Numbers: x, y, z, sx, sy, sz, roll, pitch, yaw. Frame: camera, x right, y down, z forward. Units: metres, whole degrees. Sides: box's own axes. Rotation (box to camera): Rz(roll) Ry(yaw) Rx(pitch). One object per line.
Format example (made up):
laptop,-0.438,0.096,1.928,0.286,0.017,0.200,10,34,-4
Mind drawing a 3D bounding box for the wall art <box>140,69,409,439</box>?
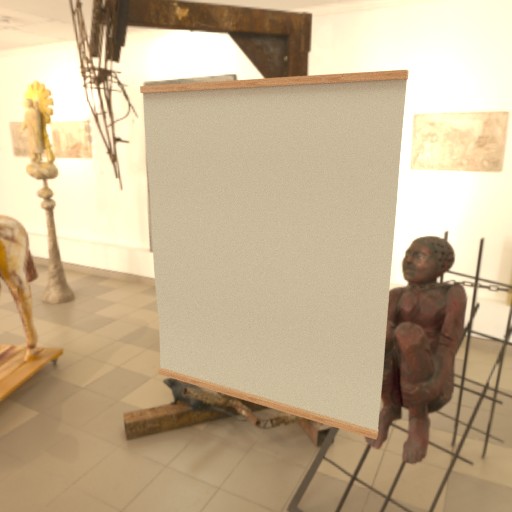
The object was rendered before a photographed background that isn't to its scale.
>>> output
wall art,0.000,0.000,0.682,0.406,0.508,0.013,8,17,26
